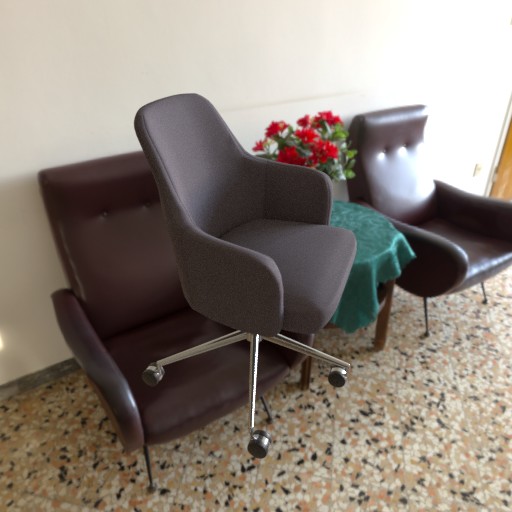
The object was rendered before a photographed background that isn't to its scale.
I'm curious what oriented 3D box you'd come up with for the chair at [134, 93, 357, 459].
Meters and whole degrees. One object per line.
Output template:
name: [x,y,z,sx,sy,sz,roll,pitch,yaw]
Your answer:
chair: [0.000,0.000,1.259,0.600,0.820,0.655,11,32,18]
